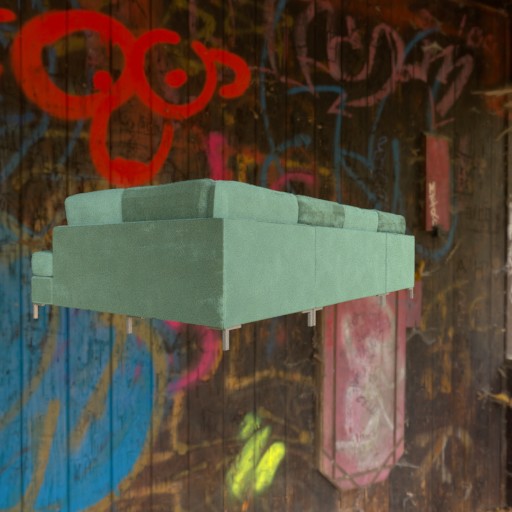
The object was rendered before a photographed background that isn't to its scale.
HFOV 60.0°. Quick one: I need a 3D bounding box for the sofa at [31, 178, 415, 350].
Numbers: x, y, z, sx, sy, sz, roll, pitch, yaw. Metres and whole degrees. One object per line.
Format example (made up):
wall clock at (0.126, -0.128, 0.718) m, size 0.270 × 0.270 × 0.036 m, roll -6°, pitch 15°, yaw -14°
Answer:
sofa at (0.000, 0.000, 4.358) m, size 2.055 × 0.992 × 3.434 m, roll 0°, pitch 1°, yaw 36°
